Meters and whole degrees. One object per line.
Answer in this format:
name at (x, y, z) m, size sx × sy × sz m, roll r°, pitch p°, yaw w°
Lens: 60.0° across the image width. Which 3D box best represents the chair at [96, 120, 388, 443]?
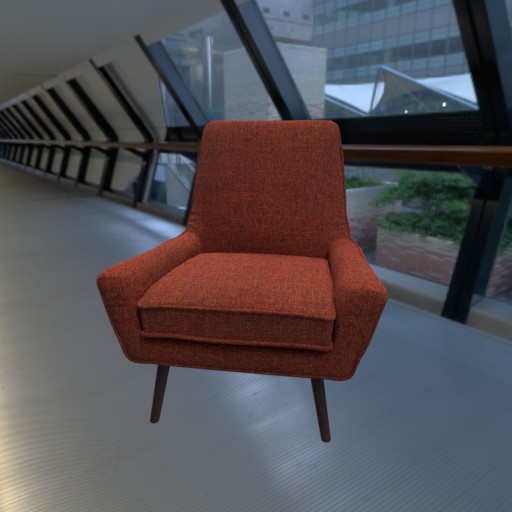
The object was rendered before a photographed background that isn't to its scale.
chair at (0.000, 0.000, 1.534) m, size 0.803 × 0.911 × 0.784 m, roll 3°, pitch 16°, yaw 9°
